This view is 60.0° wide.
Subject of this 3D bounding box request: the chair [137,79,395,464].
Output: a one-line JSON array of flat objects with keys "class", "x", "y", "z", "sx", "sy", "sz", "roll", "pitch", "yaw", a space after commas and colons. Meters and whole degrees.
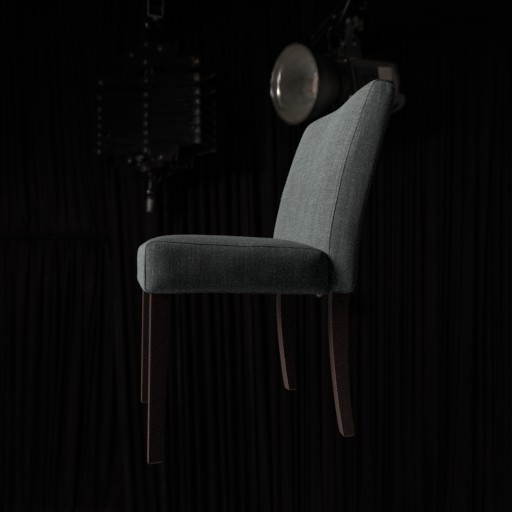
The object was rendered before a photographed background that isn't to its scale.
[{"class": "chair", "x": 0.000, "y": 0.000, "z": 1.230, "sx": 0.629, "sy": 0.884, "sz": 0.487, "roll": 0, "pitch": 0, "yaw": -16}]
